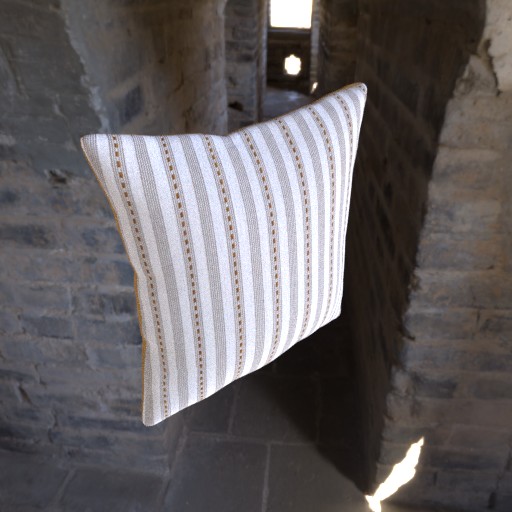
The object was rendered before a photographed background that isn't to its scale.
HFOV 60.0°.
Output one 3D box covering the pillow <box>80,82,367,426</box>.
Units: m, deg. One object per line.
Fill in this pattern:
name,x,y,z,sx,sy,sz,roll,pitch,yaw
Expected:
pillow,0.000,0.000,0.652,0.432,0.437,0.147,-23,38,-34
